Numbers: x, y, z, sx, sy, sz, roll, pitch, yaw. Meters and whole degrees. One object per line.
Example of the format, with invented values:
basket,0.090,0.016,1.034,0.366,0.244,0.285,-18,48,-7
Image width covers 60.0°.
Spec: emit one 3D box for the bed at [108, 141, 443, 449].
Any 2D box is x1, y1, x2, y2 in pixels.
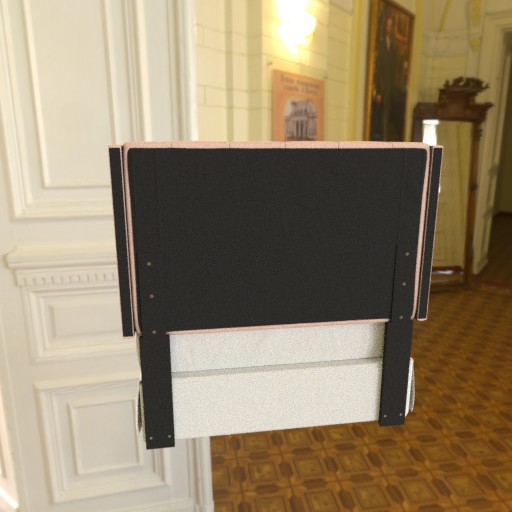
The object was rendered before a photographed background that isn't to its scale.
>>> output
bed,0.000,0.000,3.374,1.719,1.665,2.066,-2,14,-9
